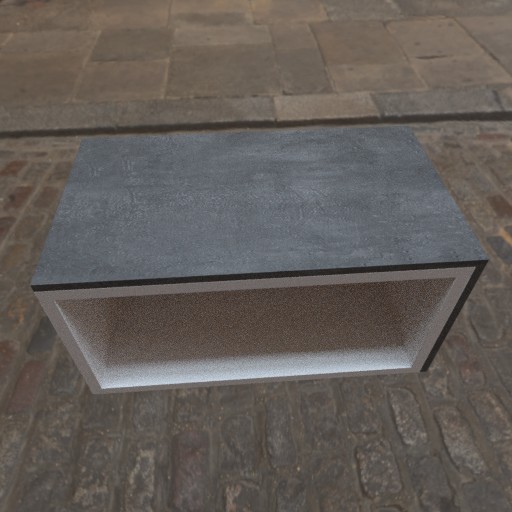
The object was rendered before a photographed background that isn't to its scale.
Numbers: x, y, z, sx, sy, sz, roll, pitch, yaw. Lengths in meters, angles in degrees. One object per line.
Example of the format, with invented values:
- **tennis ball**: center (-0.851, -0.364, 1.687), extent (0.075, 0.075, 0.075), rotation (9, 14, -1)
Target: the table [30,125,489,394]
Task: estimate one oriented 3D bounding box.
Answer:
- **table**: center (0.000, 0.000, 0.936), extent (0.700, 0.350, 0.400), rotation (-3, 47, -3)
